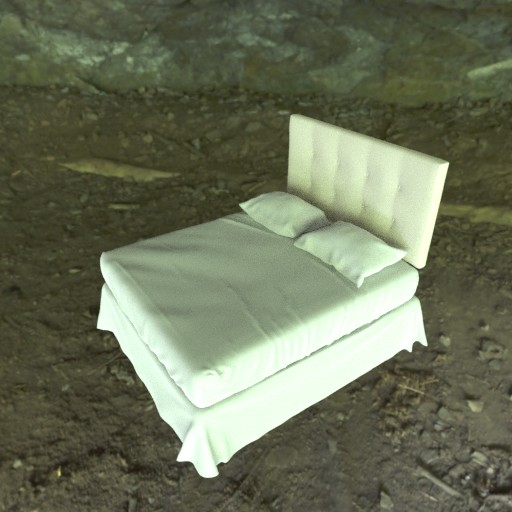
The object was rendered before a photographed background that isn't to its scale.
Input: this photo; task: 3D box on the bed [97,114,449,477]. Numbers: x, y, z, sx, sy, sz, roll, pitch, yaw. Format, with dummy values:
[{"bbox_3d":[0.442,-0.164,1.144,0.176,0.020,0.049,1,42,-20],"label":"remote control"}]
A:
[{"bbox_3d":[0.000,0.000,3.436,2.222,1.577,1.936,-20,36,-29],"label":"bed"}]
